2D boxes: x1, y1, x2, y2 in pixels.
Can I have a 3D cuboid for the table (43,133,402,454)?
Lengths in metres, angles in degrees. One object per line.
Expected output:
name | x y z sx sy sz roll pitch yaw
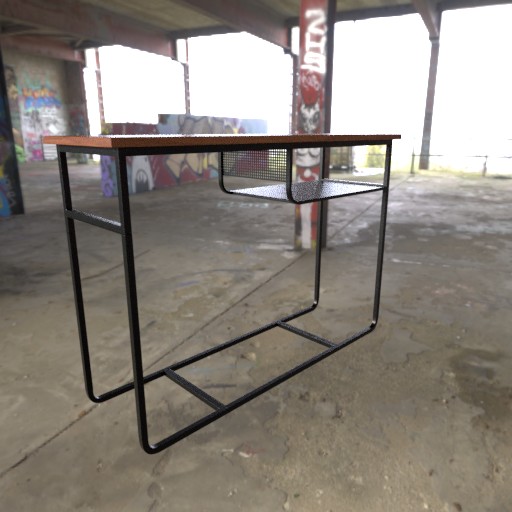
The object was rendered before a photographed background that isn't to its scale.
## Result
table | 0.000 0.000 1.420 1.100 0.750 0.350 -15 22 -42
